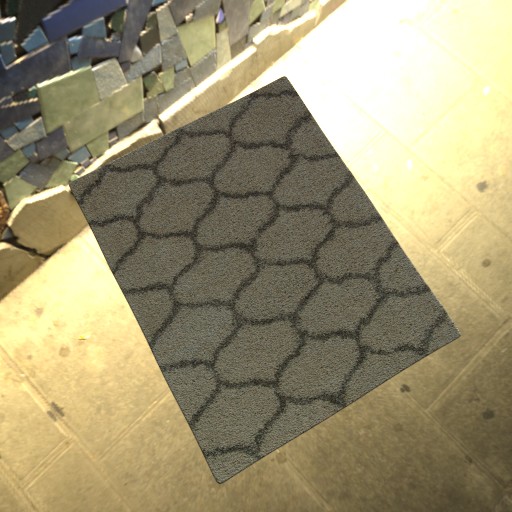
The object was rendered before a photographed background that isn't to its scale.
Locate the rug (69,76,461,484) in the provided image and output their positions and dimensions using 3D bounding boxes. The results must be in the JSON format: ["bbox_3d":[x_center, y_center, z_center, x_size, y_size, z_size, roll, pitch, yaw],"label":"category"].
[{"bbox_3d":[0.000,0.000,4.014,2.399,0.026,3.000,-29,77,-7],"label":"rug"}]
